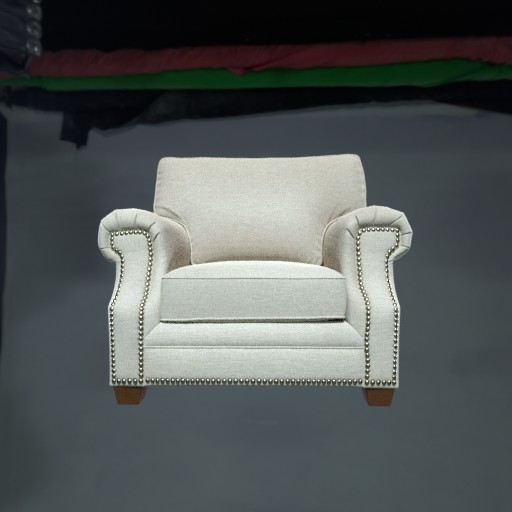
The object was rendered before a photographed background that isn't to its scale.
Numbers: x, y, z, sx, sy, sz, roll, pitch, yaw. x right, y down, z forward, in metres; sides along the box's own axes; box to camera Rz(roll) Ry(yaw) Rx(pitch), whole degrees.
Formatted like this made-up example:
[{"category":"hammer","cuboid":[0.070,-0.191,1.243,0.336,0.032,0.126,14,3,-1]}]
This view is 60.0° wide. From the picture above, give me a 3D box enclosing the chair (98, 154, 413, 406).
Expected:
[{"category":"chair","cuboid":[0.000,0.000,1.866,1.092,0.961,0.965,0,0,1]}]
